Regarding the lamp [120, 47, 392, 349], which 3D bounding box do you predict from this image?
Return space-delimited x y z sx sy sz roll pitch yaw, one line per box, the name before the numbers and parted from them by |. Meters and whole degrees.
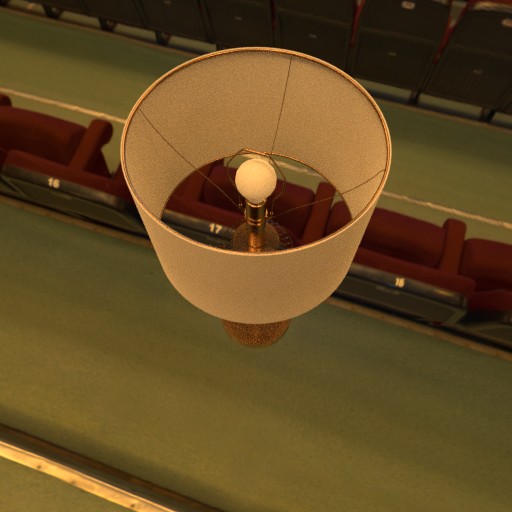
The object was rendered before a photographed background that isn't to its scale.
lamp | 0.000 0.000 0.629 0.252 0.483 0.252 16 64 8
